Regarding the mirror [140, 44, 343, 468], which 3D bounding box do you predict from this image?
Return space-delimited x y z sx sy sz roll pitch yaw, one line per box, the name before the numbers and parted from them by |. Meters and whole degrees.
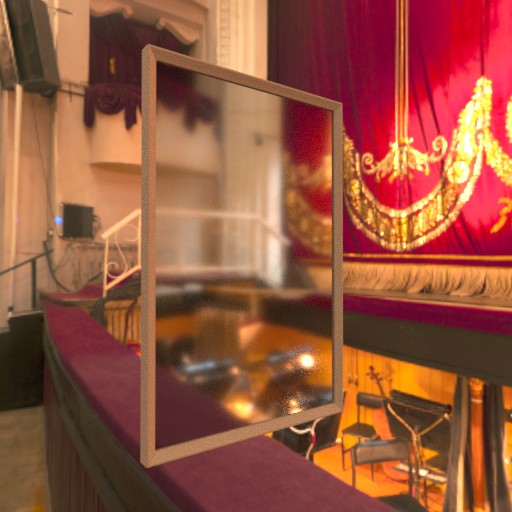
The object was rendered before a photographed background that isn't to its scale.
mirror | 0.000 0.000 1.151 0.609 0.915 0.041 1 -1 -36
